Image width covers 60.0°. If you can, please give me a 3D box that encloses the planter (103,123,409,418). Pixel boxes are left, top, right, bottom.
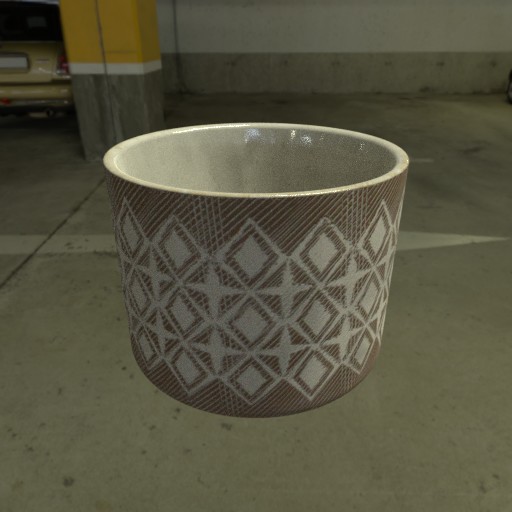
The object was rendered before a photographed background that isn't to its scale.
[{"bbox_3d":[0.000,0.000,0.214,0.126,0.104,0.126,0,26,0],"label":"planter"}]
